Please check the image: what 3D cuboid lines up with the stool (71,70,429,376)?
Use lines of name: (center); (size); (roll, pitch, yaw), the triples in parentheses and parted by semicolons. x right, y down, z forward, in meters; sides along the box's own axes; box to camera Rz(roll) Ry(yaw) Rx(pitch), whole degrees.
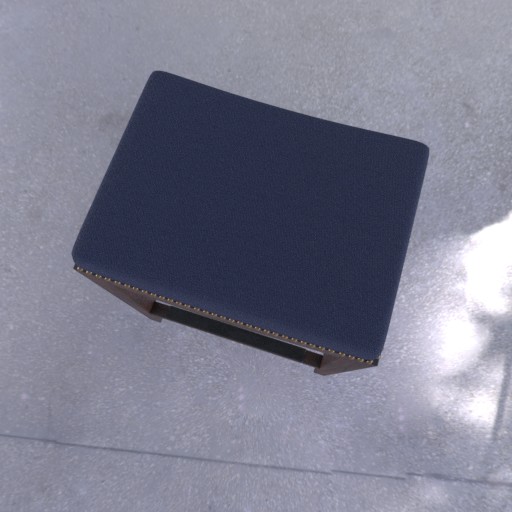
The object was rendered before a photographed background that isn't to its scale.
stool: (0.000, 0.000, 0.958); (0.500, 0.642, 0.361); (17, 75, 5)
